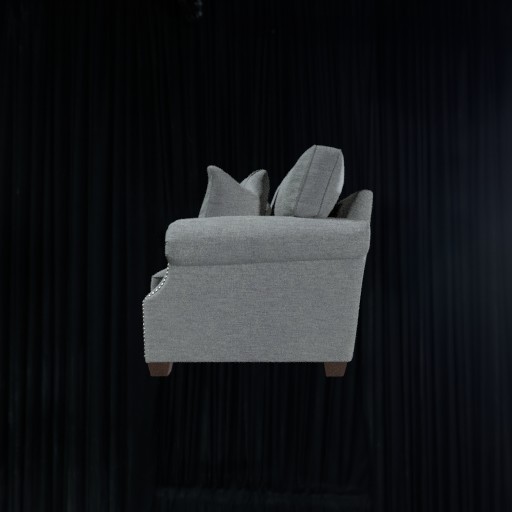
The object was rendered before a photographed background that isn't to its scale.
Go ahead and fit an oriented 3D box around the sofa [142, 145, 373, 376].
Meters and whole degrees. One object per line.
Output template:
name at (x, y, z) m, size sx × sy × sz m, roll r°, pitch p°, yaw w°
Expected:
sofa at (0.000, 0.000, 2.897) m, size 0.965 × 0.975 × 2.312 m, roll 0°, pitch 1°, yaw 0°
